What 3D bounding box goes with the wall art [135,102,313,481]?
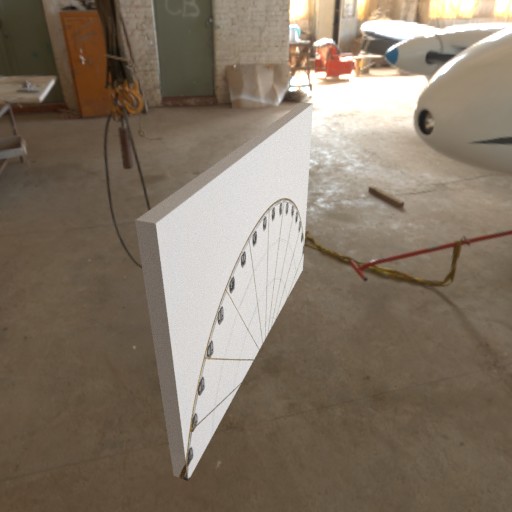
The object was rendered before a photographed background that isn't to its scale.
[{"bbox_3d":[0.000,0.000,1.150,0.038,0.601,0.898,11,32,18],"label":"wall art"}]
